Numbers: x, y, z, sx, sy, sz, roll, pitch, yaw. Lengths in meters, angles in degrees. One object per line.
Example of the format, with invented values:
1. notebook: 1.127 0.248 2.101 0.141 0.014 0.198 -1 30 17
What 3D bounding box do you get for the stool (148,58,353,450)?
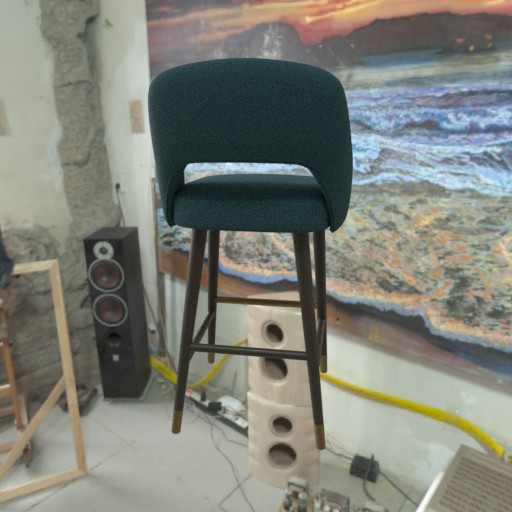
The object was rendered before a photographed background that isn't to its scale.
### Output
1. stool: 0.000 0.000 1.332 0.536 1.032 0.522 3 16 9
